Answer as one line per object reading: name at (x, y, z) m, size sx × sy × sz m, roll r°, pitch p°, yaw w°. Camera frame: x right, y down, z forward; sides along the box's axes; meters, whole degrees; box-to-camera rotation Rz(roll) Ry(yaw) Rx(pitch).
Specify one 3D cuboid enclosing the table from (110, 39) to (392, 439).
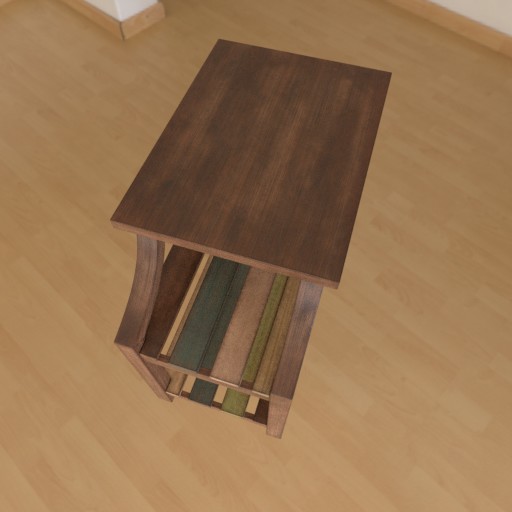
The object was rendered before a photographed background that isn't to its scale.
table at (0.000, 0.000, 0.980) m, size 0.356 × 0.584 × 0.609 m, roll 15°, pitch 60°, yaw 9°
